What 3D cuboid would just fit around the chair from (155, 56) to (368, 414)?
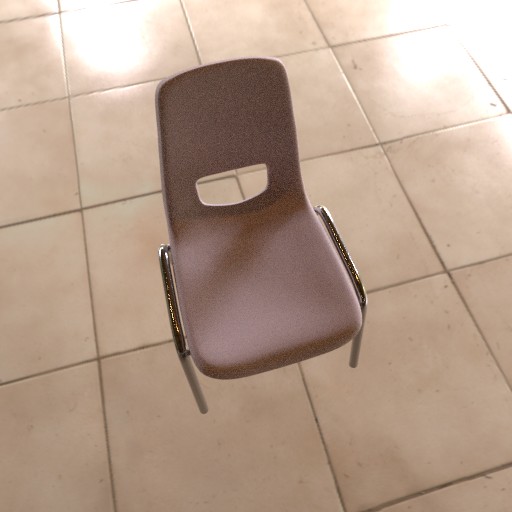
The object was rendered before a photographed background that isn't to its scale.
[{"bbox_3d":[0.000,0.000,0.795,0.354,0.536,0.385,-15,63,-8],"label":"chair"}]
